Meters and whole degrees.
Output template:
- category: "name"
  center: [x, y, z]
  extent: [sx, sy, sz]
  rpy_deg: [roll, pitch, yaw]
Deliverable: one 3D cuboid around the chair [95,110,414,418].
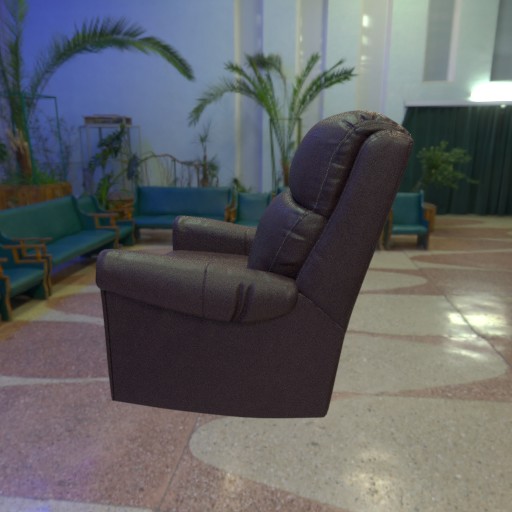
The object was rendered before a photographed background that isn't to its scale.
- category: "chair"
  center: [0.000, 0.000, 1.747]
  extent: [1.014, 1.054, 0.838]
  rpy_deg: [2, 14, 10]
